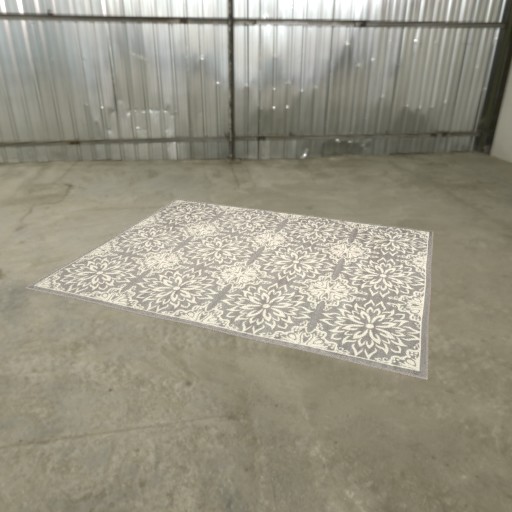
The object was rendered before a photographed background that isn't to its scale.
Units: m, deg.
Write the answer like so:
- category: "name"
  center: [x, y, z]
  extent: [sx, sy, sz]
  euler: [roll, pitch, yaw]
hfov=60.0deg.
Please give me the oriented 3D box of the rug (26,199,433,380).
- category: "rug"
  center: [0.000, 0.000, 3.999]
  extent: [2.980, 0.012, 2.363]
  euler: [9, 27, 18]
